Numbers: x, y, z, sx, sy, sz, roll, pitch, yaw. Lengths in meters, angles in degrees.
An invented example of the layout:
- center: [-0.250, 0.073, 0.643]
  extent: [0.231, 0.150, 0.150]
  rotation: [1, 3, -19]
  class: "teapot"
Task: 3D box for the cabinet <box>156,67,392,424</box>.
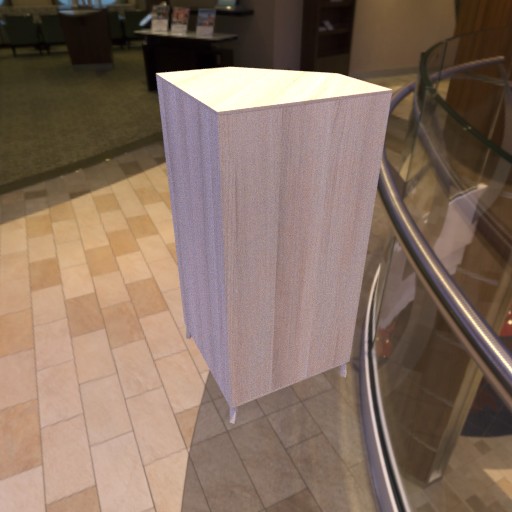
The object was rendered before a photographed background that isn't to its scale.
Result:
- center: [0.000, 0.000, 2.690]
  extent: [1.272, 1.957, 0.969]
  rotation: [10, 34, 16]
  class: "cabinet"
